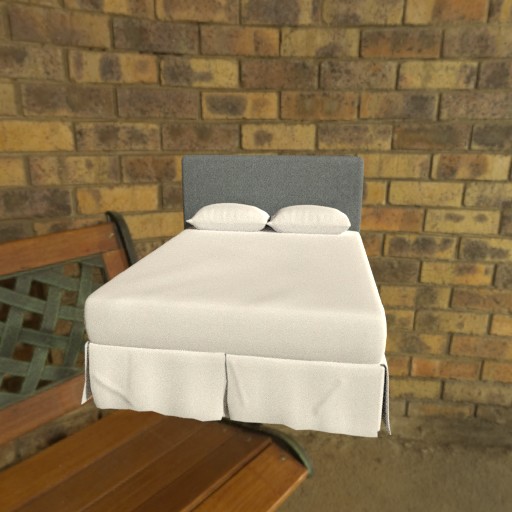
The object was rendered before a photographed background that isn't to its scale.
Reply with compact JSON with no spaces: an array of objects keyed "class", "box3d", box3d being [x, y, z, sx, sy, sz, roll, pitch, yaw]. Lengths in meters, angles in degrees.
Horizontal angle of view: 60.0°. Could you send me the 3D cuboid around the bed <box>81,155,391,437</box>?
[{"class":"bed","box3d":[0.000,0.000,3.205,1.723,1.330,2.142,2,16,9]}]
